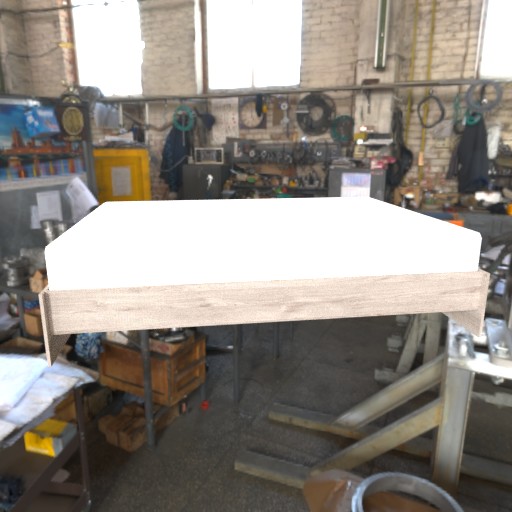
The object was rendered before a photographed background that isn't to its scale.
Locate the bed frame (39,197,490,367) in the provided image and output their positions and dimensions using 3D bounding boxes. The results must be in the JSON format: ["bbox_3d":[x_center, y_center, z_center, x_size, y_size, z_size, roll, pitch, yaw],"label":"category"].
[{"bbox_3d":[0.000,0.000,2.592,1.945,0.497,1.445,-2,15,-8],"label":"bed frame"}]
